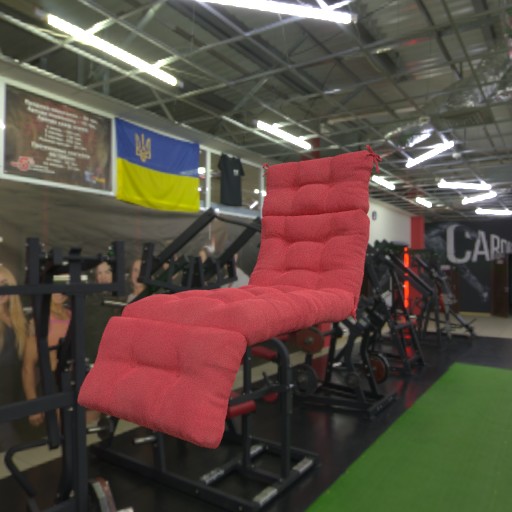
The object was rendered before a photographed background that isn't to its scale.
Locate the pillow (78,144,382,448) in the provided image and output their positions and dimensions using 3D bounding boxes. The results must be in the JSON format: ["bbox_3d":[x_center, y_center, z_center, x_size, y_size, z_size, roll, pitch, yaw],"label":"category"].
[{"bbox_3d":[0.000,0.000,1.478,0.526,0.863,1.016,-1,-1,36],"label":"pillow"}]
